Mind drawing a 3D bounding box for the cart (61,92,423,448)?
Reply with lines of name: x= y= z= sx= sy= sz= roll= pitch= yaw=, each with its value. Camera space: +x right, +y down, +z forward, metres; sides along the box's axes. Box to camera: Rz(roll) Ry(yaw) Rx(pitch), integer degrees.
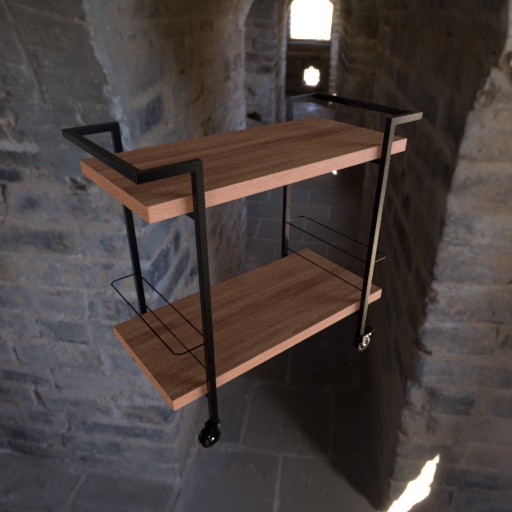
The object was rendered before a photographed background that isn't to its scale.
cart: x=0.000 y=0.000 z=1.269 sx=0.806 sy=0.762 sz=0.406 roll=-21 pitch=36 yaw=-32
